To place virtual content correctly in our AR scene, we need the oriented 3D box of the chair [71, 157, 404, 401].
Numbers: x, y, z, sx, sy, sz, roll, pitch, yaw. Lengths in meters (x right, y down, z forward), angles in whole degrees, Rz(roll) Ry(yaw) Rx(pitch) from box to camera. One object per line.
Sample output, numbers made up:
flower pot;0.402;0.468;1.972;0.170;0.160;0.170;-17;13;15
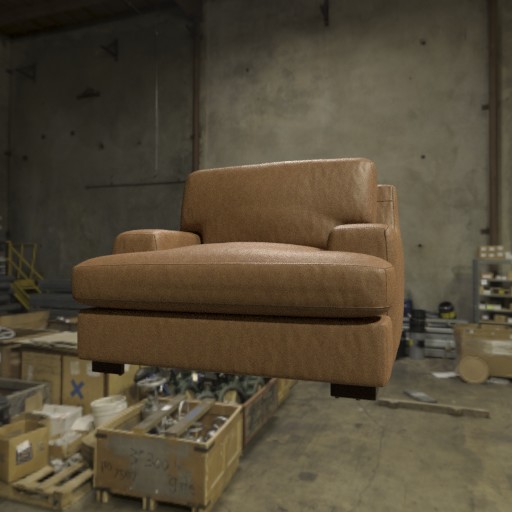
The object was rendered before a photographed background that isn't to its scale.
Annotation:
chair;0.000;0.000;2.027;1.276;0.978;1.050;0;-1;20
